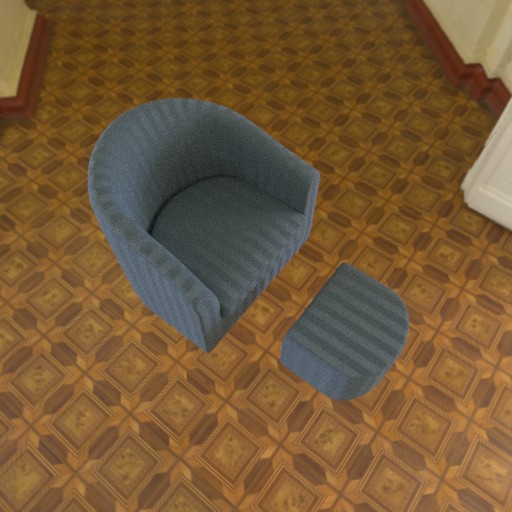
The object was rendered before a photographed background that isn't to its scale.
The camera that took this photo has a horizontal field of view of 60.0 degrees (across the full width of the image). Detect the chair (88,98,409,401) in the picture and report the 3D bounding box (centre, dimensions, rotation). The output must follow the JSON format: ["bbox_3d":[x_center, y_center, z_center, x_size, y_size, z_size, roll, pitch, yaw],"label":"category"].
[{"bbox_3d":[0.000,0.000,1.755,1.288,0.757,0.756,32,62,20],"label":"chair"}]
